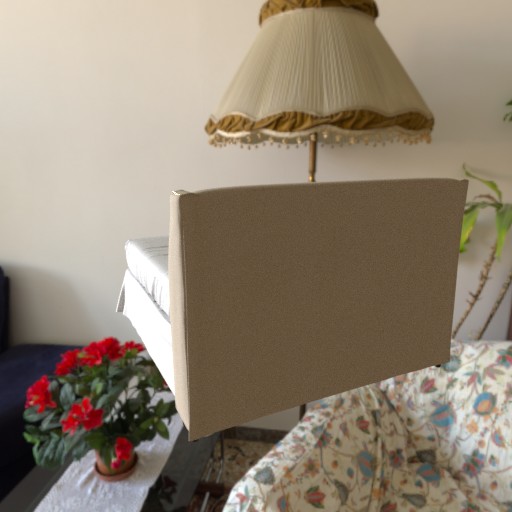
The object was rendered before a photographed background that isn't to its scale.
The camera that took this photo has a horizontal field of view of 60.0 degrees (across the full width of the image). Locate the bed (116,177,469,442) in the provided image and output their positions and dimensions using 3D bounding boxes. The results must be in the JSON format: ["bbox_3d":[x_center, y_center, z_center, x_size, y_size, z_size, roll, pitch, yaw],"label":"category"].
[{"bbox_3d":[0.000,0.000,3.516,1.925,1.332,2.276,-7,16,-26],"label":"bed"}]
